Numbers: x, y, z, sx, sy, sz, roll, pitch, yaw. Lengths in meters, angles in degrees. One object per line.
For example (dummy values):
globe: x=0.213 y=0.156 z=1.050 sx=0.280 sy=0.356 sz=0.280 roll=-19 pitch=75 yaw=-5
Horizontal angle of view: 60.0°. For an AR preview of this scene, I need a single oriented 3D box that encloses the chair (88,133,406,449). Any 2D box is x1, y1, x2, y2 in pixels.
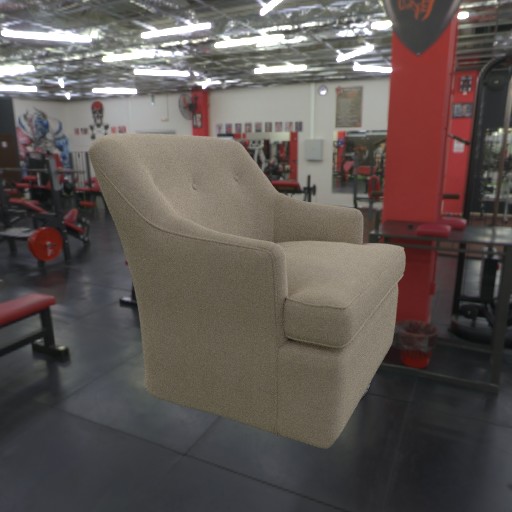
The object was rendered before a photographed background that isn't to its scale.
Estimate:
chair: x=0.000 y=0.000 z=1.592 sx=0.923 sy=0.856 sz=0.864 roll=7 pitch=16 yaw=28
